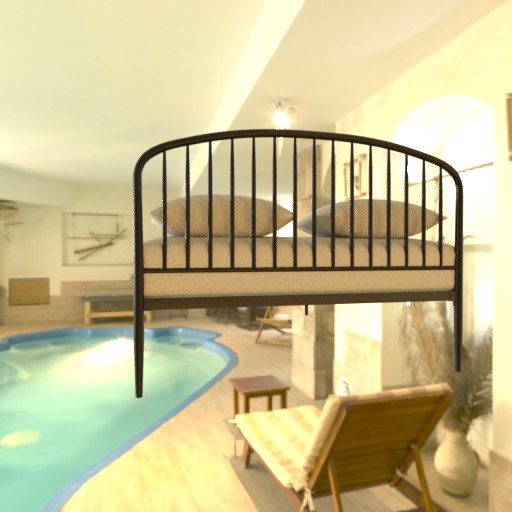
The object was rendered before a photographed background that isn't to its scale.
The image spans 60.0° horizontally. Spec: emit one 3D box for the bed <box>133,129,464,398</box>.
[{"bbox_3d":[0.000,0.000,3.076,1.618,1.166,2.159,0,0,-15],"label":"bed"}]
